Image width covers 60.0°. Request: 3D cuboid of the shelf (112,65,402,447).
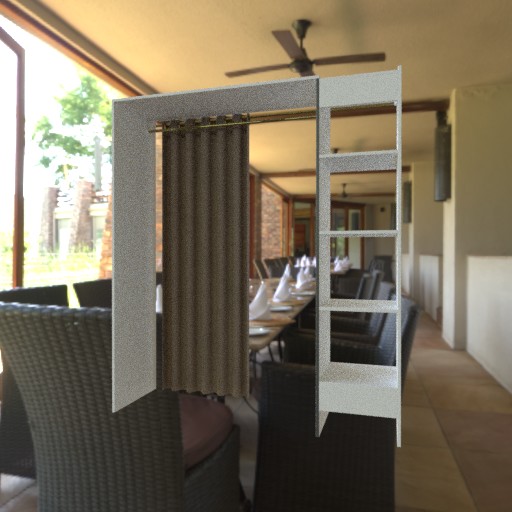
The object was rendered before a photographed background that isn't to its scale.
[{"bbox_3d":[0.000,0.000,2.583,1.600,1.820,0.500,0,0,17],"label":"shelf"}]
